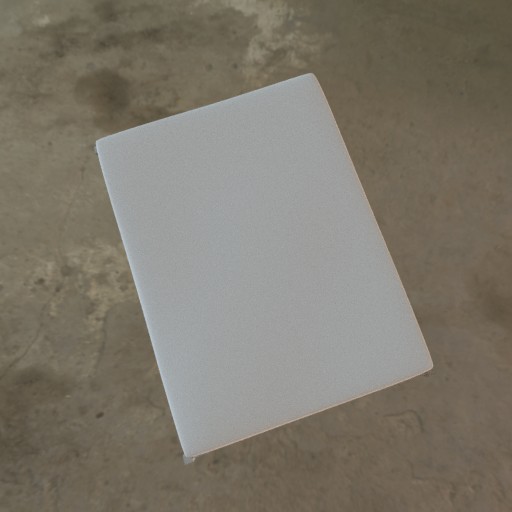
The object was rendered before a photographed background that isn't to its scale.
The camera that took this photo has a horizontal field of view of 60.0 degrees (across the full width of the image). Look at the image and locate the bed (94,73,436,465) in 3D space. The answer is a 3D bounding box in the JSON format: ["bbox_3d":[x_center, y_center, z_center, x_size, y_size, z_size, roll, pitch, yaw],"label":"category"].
[{"bbox_3d":[0.000,0.000,2.845,1.604,0.510,2.108,-18,79,-4],"label":"bed"}]
